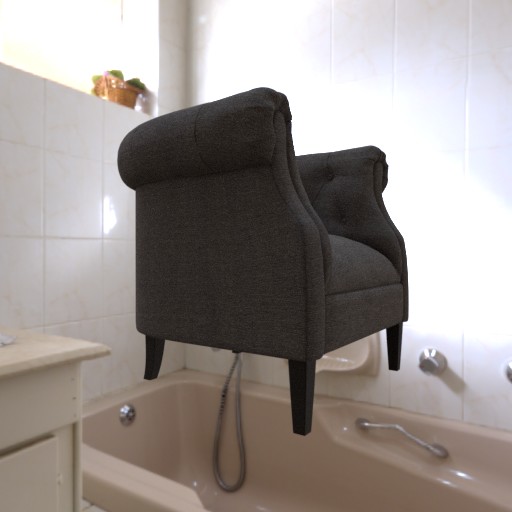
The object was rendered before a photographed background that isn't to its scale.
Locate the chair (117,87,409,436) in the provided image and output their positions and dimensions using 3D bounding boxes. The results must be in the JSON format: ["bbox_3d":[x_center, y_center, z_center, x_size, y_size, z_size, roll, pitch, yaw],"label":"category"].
[{"bbox_3d":[0.000,0.000,1.538,0.852,0.827,0.905,0,0,35],"label":"chair"}]
